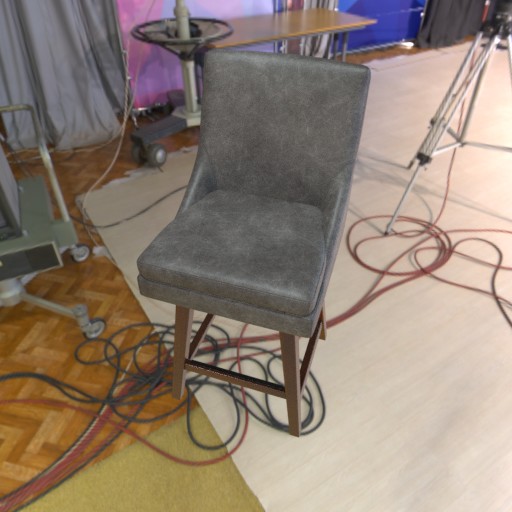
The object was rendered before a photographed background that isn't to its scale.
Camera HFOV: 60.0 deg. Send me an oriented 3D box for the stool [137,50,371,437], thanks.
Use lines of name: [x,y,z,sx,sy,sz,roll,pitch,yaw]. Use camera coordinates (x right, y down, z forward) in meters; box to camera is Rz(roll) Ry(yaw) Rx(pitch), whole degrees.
stool: [0.000,0.000,1.381,0.492,1.046,0.587,12,42,14]
